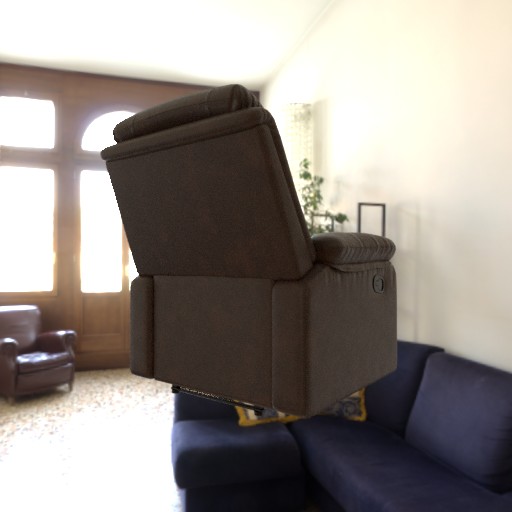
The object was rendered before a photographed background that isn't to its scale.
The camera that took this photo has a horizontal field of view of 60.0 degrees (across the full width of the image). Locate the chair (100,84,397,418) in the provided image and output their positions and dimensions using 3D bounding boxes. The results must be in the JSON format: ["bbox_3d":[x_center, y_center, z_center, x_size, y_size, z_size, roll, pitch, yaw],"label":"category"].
[{"bbox_3d":[0.000,0.000,1.690,0.855,0.992,0.919,-1,-1,38],"label":"chair"}]
